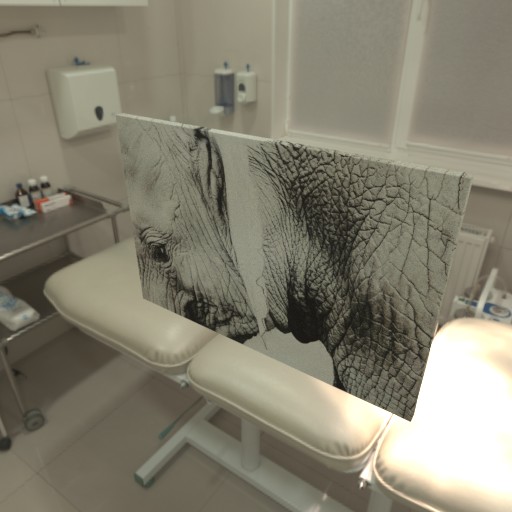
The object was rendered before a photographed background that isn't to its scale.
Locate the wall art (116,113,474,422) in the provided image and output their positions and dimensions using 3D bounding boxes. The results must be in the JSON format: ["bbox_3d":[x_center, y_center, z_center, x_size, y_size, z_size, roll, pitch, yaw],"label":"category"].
[{"bbox_3d":[0.000,0.000,1.429,1.141,0.758,0.035,19,34,30],"label":"wall art"}]
